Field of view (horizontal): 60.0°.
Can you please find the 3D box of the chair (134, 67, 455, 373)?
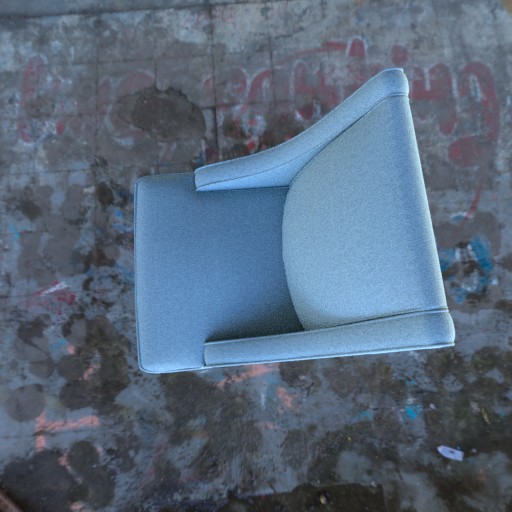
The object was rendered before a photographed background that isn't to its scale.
[{"bbox_3d":[0.000,0.000,1.803,1.025,1.133,0.857,-5,76,-1],"label":"chair"}]
